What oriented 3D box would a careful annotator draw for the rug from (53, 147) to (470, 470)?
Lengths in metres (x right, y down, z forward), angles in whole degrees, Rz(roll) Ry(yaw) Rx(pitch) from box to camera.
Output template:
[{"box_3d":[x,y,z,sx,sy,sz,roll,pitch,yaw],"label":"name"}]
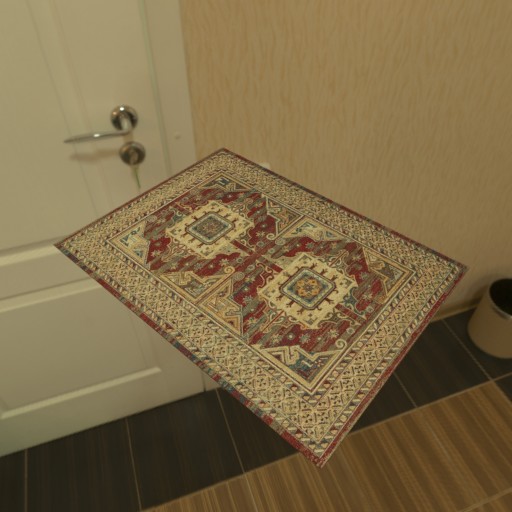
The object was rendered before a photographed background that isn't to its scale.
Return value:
[{"box_3d":[0.000,0.000,4.229,3.197,0.013,2.381,32,53,28],"label":"rug"}]
